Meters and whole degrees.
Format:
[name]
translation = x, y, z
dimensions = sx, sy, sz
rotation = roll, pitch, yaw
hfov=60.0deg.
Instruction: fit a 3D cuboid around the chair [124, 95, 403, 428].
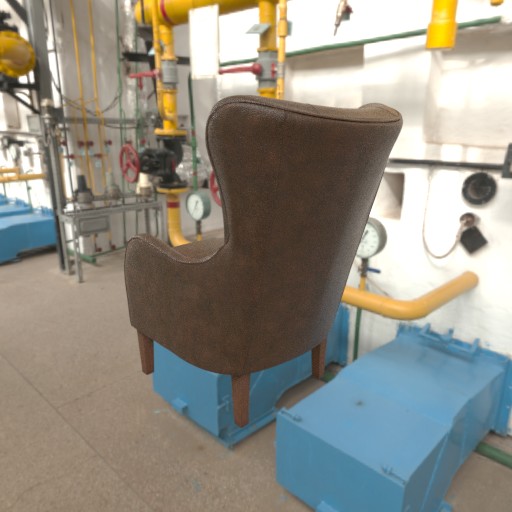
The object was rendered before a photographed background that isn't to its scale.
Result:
[chair]
translation = 0.000, 0.000, 1.599
dimensions = 0.692, 1.048, 0.914
rotation = -16, 23, -43
